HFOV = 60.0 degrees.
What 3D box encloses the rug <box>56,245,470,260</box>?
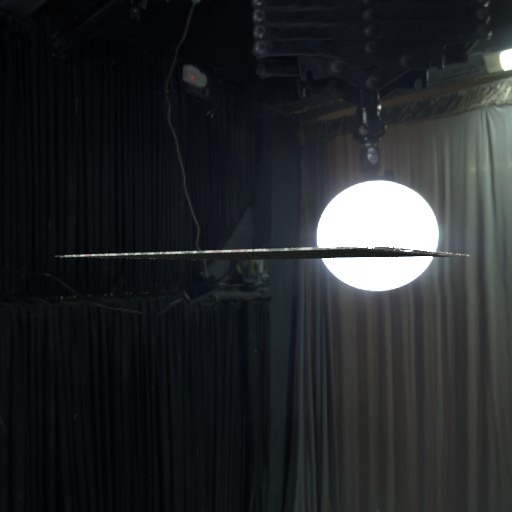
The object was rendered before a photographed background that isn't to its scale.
[{"bbox_3d":[0.000,0.000,2.294,1.829,0.010,1.219,-1,-2,37],"label":"rug"}]
